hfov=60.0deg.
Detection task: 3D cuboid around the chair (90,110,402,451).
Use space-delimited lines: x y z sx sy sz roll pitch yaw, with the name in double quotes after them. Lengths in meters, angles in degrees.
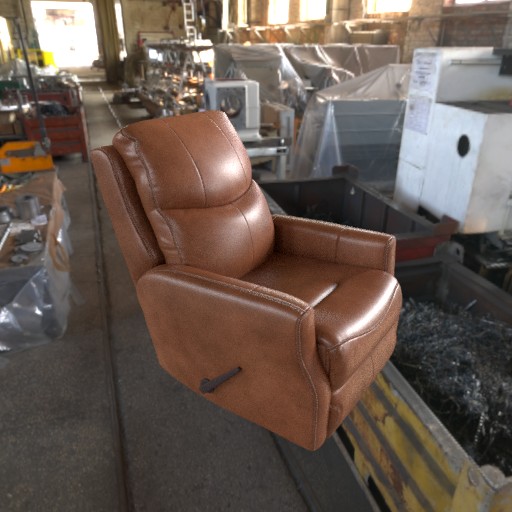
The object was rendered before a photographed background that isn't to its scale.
0.000 0.000 1.768 1.072 1.016 0.821 18 31 33 "chair"
